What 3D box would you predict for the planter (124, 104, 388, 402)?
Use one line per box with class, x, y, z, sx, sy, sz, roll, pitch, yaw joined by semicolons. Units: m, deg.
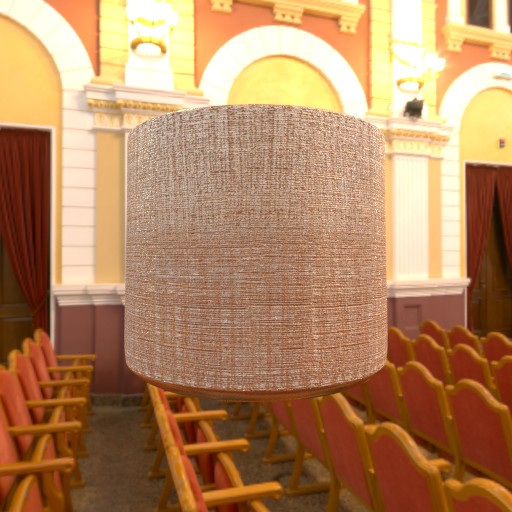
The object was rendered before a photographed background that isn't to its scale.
planter;0.000;0.000;0.312;0.177;0.157;0.177;0;0;0
